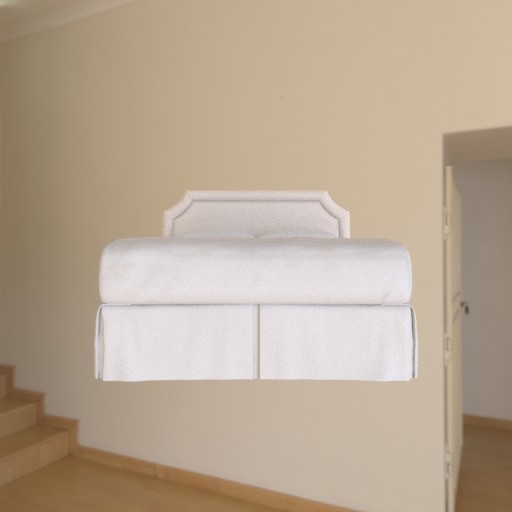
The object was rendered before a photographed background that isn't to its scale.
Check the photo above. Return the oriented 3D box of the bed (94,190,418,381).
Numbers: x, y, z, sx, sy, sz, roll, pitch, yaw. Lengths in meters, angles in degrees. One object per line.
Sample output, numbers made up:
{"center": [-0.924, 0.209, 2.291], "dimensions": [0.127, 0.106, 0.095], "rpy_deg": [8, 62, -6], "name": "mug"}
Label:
{"center": [0.000, 0.000, 3.289], "dimensions": [1.828, 1.297, 2.164], "rpy_deg": [0, -1, 0], "name": "bed"}
